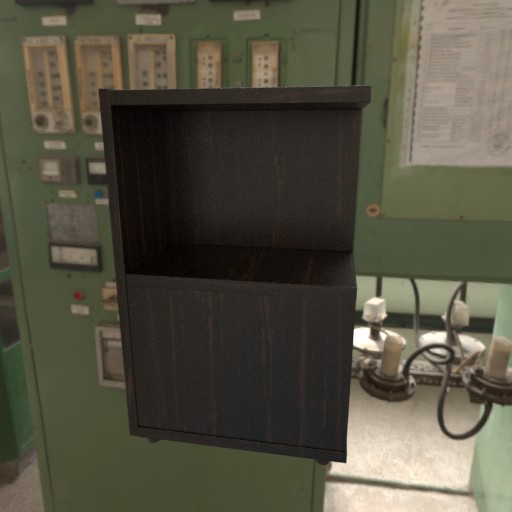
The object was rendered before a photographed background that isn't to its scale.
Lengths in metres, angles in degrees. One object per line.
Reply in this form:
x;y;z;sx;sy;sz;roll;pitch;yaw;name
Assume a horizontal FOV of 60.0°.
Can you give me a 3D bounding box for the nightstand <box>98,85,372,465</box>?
0.000;0.000;0.827;0.356;0.559;0.400;3;16;10;nightstand
